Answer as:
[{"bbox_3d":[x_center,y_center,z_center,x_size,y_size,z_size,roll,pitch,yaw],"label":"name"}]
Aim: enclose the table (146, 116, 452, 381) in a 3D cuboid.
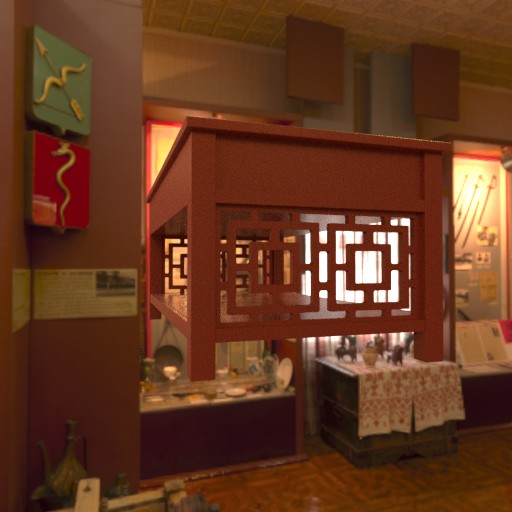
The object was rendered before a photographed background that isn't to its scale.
[{"bbox_3d":[0.000,0.000,1.414,0.612,0.493,1.068,0,-1,-18],"label":"table"}]
